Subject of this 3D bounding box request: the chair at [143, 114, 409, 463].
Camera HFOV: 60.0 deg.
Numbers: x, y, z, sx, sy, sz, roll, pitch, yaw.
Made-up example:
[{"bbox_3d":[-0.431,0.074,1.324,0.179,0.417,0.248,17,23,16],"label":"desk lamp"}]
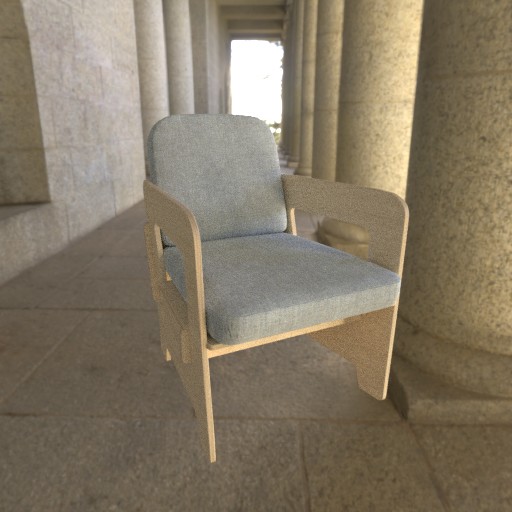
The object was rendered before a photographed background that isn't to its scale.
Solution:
[{"bbox_3d":[0.000,0.000,1.299,0.590,0.800,0.710,-9,19,-26],"label":"chair"}]
